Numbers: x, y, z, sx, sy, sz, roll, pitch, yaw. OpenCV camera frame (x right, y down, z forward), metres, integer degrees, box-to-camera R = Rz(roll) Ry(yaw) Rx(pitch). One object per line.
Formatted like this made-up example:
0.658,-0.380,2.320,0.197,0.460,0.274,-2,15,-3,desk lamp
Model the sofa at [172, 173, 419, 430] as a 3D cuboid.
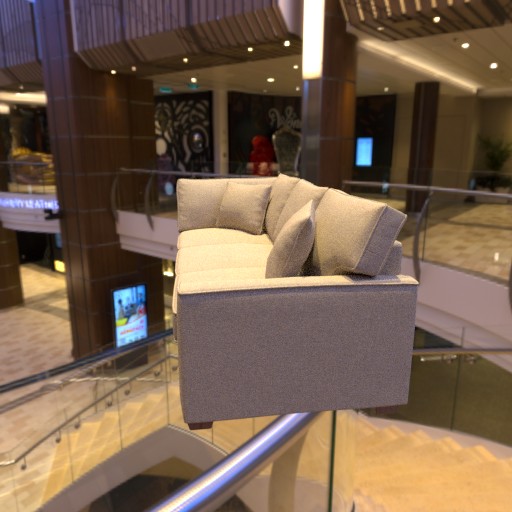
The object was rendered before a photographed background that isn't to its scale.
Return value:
0.000,0.000,2.914,1.061,0.962,2.317,-2,14,-8,sofa
